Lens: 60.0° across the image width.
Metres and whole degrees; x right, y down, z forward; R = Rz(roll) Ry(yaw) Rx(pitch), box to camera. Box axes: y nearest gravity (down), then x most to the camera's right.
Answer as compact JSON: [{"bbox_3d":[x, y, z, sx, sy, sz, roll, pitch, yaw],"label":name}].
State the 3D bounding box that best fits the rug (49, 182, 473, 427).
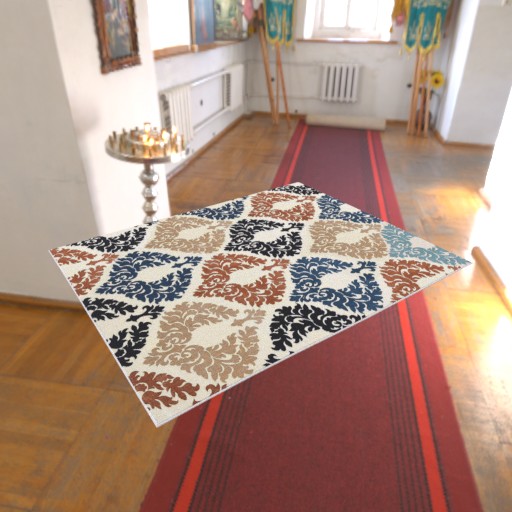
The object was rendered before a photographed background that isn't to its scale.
[{"bbox_3d":[0.000,0.000,4.044,3.040,0.014,2.423,-20,36,-30],"label":"rug"}]
